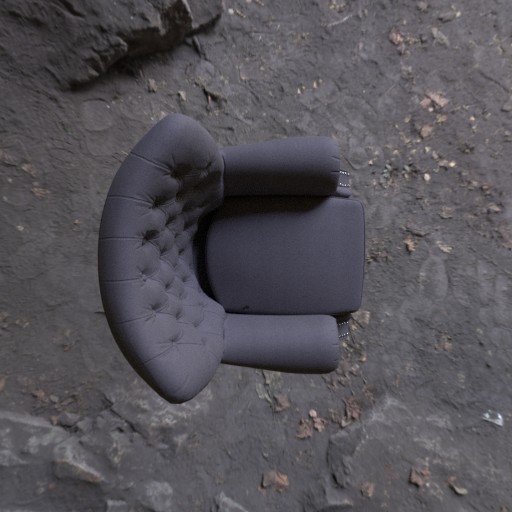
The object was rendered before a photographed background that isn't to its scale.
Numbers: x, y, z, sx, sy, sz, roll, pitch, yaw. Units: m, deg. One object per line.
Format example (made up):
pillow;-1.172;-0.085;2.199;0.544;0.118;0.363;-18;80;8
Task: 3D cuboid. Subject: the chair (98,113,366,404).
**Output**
chair;0.000;0.000;1.843;0.983;1.046;0.983;0;92;-1
